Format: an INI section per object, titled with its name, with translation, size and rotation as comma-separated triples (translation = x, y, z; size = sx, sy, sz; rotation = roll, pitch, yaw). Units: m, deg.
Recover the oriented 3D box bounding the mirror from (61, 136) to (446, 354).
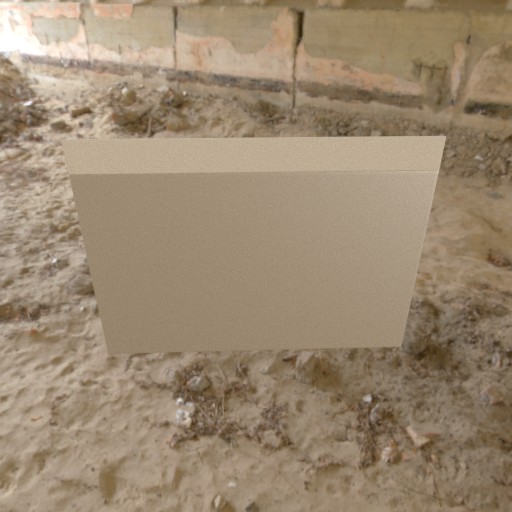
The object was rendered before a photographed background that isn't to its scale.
[mirror]
translation = 0.000, 0.000, 1.170
size = 0.870, 0.630, 0.030
rotation = -1, 30, -2
